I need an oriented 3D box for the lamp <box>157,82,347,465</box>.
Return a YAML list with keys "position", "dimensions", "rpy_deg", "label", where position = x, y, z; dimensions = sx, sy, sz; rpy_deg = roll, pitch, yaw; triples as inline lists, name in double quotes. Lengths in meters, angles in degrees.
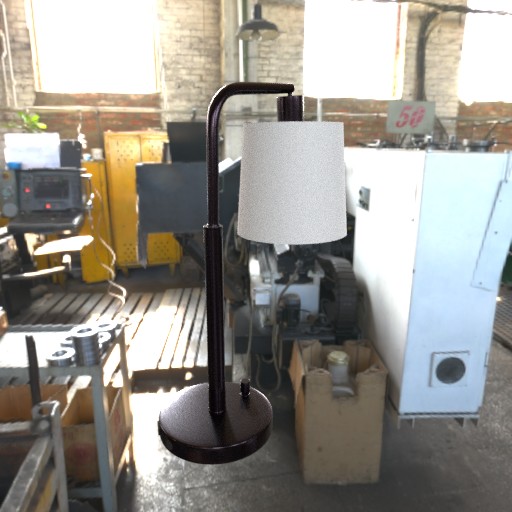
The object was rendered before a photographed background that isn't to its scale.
- position: [0.000, 0.000, 0.651]
  dimensions: [0.171, 0.489, 0.333]
  rpy_deg: [13, 19, 43]
  label: "lamp"
